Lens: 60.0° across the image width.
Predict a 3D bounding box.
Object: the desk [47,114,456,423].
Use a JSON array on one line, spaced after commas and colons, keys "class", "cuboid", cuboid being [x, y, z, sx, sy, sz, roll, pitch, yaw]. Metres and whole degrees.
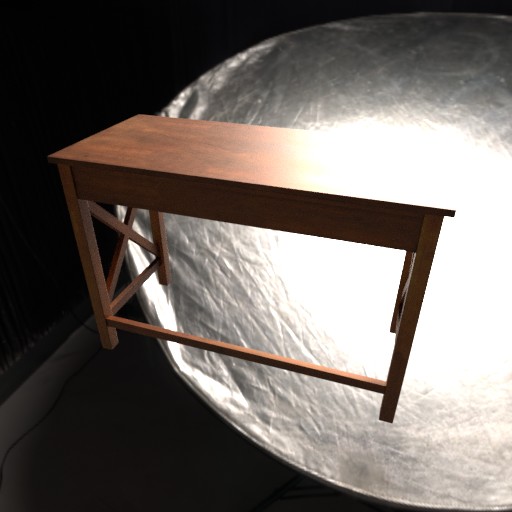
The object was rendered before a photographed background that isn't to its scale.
[{"class": "desk", "cuboid": [0.000, 0.000, 1.548, 1.117, 0.762, 0.508, 10, 33, 16]}]
